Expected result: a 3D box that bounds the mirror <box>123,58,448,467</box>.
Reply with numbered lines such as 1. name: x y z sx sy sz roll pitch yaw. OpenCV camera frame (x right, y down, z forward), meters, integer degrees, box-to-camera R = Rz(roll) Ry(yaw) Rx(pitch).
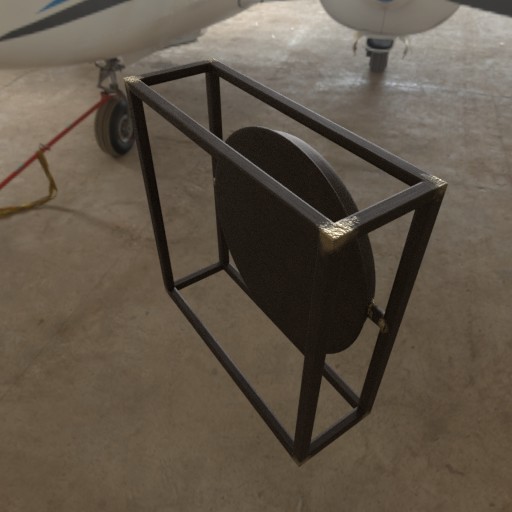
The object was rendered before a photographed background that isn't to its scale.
1. mirror: 0.000 0.000 0.469 0.107 0.303 0.306 -25 48 -25
